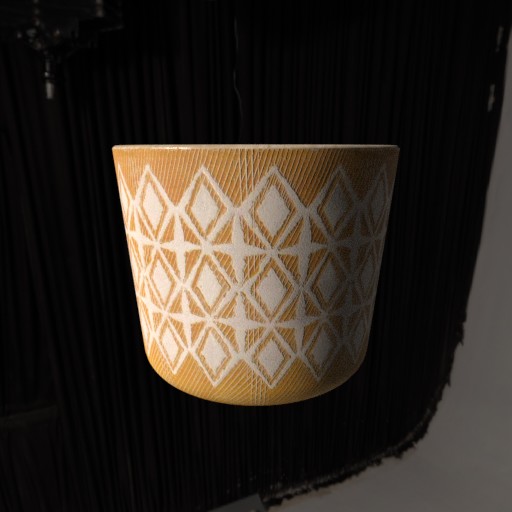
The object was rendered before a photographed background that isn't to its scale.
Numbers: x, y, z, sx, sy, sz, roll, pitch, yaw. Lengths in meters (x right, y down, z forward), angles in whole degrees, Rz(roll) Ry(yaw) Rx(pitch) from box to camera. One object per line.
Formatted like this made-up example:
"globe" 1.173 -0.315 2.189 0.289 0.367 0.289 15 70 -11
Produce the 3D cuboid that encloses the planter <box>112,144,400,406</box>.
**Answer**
"planter" 0.000 0.000 0.217 0.126 0.104 0.126 0 14 0
